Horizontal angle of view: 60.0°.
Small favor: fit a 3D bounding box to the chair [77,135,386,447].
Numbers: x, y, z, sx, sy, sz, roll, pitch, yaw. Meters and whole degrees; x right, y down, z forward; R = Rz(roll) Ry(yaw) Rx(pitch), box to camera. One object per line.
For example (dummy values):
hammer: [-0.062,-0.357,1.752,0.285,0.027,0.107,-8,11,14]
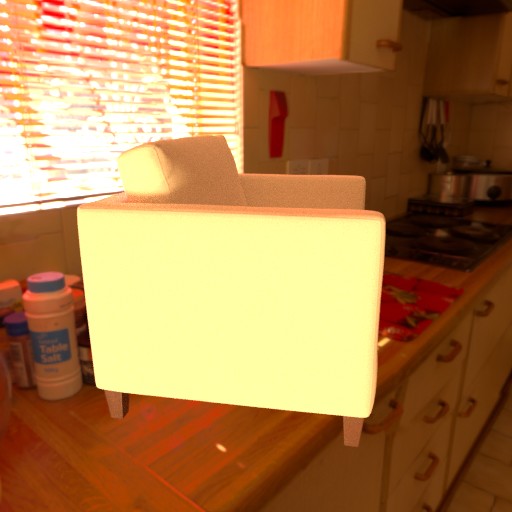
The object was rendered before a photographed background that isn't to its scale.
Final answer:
chair: [0.000,0.000,1.691,0.878,0.885,1.019,3,16,10]
